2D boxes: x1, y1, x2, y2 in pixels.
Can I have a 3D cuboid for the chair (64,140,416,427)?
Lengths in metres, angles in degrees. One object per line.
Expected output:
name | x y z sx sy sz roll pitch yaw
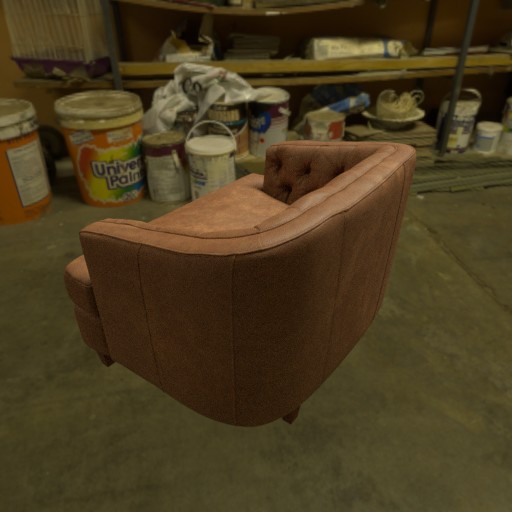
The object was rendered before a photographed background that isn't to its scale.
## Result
chair | 0.000 0.000 1.712 0.911 0.836 1.119 22 38 31
